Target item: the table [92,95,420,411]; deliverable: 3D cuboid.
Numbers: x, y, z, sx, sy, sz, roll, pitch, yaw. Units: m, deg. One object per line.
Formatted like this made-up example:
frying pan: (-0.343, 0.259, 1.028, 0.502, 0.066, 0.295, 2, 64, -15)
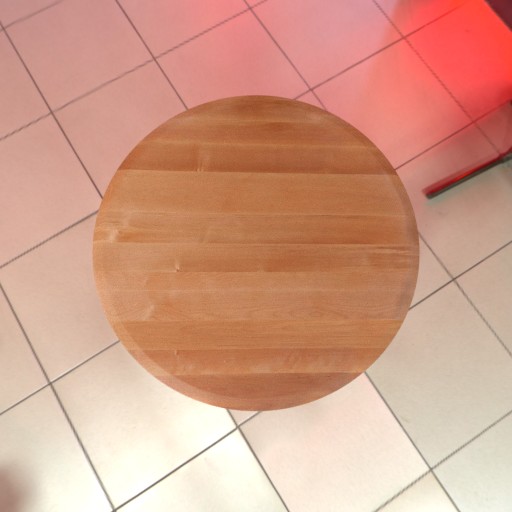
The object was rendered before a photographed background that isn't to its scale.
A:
table: (0.000, 0.000, 1.411, 0.900, 0.400, 0.900, 0, 76, 0)
